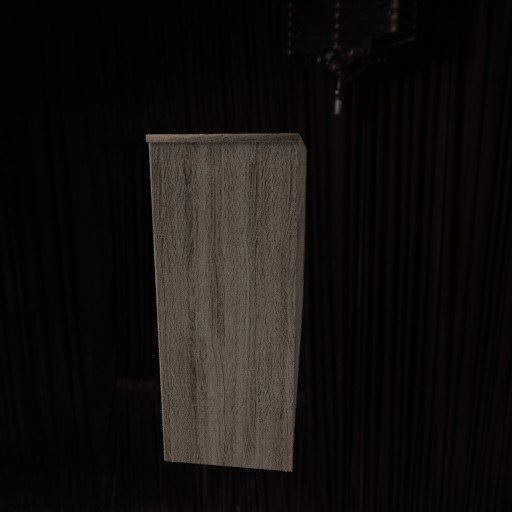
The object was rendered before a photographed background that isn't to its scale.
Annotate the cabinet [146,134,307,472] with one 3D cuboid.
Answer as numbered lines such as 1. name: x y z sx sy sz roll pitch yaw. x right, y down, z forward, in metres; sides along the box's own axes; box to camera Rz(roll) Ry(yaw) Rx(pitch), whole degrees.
1. cabinet: 0.000 0.000 1.845 0.380 0.900 1.450 2 12 7
